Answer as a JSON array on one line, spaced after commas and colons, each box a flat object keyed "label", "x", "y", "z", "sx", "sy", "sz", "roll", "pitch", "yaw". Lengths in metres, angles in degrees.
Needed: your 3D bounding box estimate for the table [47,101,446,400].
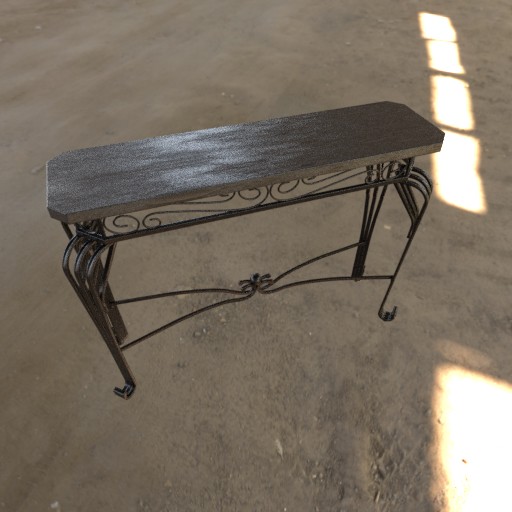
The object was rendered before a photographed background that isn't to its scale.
[{"label": "table", "x": 0.000, "y": 0.000, "z": 1.473, "sx": 1.112, "sy": 0.800, "sz": 0.329, "roll": -13, "pitch": 44, "yaw": -14}]
